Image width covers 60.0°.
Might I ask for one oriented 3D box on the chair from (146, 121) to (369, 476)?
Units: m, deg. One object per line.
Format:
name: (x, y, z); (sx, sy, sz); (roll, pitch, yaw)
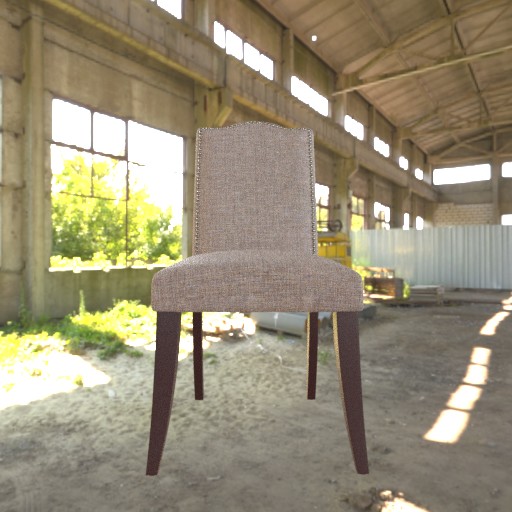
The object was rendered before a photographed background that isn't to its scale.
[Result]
chair: (0.000, 0.000, 1.351); (0.513, 1.016, 0.660); (0, -1, -1)
